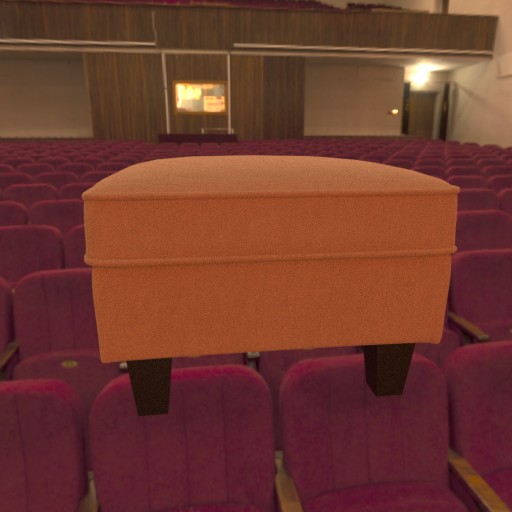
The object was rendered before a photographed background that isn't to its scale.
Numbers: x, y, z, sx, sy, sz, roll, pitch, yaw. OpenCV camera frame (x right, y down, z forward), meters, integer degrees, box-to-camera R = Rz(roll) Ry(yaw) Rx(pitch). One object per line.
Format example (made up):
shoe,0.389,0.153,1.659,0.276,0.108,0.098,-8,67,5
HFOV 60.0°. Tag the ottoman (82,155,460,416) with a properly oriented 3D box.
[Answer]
ottoman,0.000,0.000,0.996,0.616,0.438,0.613,-2,14,-8
